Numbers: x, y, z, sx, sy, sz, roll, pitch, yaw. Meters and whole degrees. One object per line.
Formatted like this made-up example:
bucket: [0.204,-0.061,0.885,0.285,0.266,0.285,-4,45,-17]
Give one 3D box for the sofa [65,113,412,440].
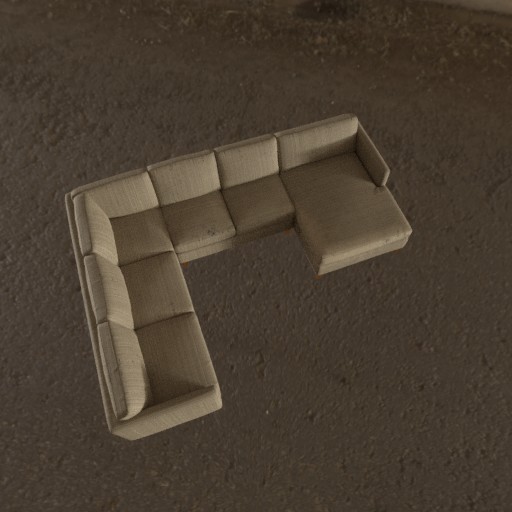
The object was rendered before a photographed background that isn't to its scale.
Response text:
sofa: [0.000,0.000,4.653,3.460,0.961,2.594,-18,63,-9]
